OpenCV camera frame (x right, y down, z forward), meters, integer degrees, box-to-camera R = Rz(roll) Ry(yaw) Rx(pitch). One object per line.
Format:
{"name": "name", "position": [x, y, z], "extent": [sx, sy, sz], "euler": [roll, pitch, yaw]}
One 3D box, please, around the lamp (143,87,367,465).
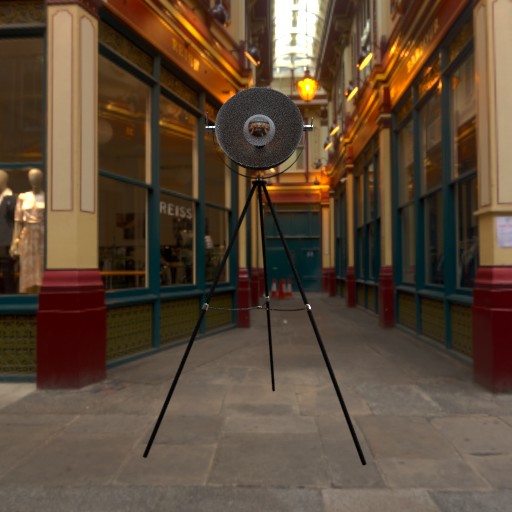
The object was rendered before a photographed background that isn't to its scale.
{"name": "lamp", "position": [0.000, 0.000, 2.060], "extent": [0.817, 1.512, 0.920], "euler": [0, -1, 2]}
